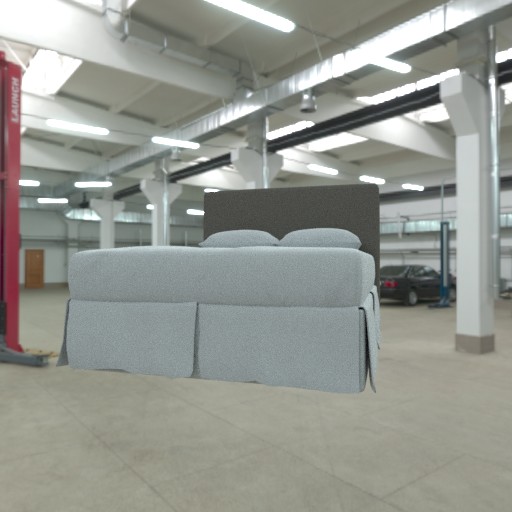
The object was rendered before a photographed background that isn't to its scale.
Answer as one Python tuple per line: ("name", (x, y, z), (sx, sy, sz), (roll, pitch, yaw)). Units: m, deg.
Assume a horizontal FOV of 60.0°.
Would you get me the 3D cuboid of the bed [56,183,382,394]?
("bed", (0.000, 0.000, 3.239), (1.748, 1.330, 2.142), (0, -1, 17))
